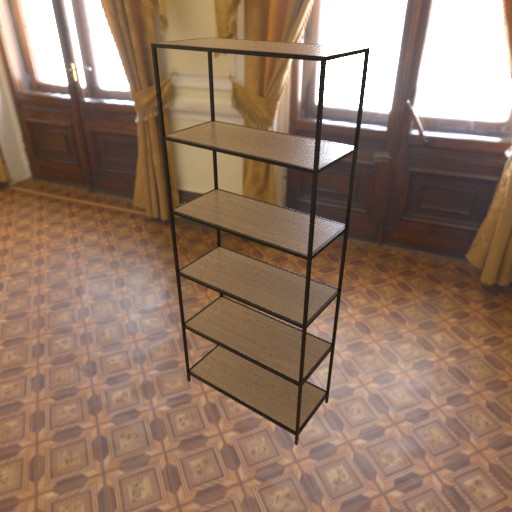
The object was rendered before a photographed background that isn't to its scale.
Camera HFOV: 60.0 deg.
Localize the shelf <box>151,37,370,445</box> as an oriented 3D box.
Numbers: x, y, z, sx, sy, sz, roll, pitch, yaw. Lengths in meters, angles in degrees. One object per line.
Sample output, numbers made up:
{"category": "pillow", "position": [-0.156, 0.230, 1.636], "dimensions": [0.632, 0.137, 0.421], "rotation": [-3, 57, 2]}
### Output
{"category": "shelf", "position": [0.000, 0.000, 2.146], "dimensions": [0.770, 1.850, 0.350], "rotation": [20, 36, 30]}
